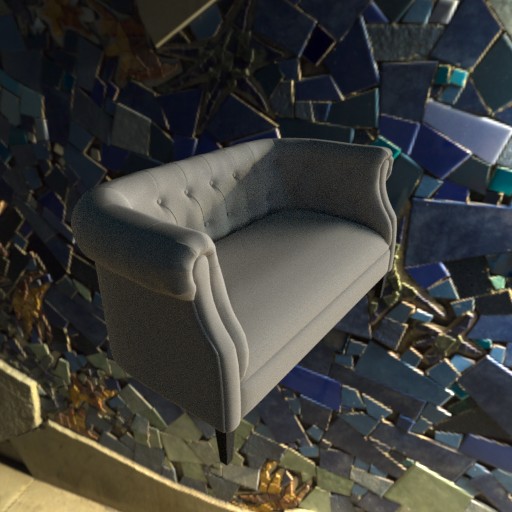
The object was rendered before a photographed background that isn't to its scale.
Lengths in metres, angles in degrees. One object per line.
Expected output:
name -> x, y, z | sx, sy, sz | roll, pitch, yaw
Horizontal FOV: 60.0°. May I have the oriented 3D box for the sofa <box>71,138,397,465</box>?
sofa -> 0.000, 0.000, 2.022 | 0.835, 0.827, 1.558 | 18, 31, 32
